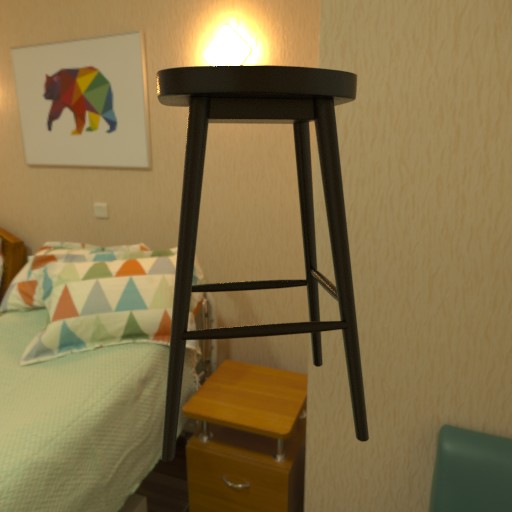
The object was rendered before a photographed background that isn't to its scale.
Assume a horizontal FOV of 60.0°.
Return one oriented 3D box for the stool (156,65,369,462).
[{"bbox_3d":[0.000,0.000,0.996,0.440,0.749,0.361,-2,14,-9],"label":"stool"}]
